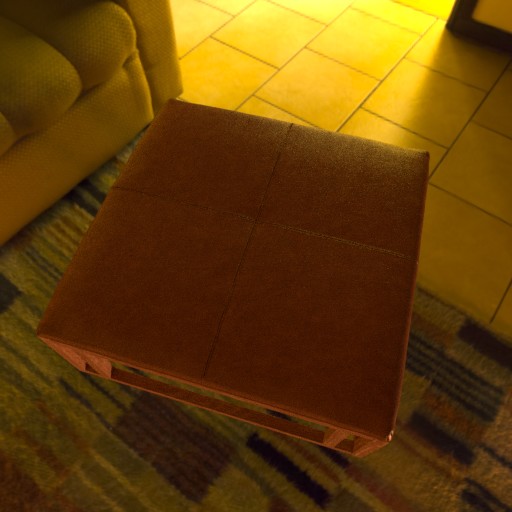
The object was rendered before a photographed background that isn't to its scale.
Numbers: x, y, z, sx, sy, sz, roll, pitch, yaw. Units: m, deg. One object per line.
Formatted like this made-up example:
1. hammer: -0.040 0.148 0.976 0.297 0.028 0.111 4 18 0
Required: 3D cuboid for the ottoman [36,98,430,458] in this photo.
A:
1. ottoman: 0.000 0.000 1.552 1.016 0.442 1.013 14 61 8
